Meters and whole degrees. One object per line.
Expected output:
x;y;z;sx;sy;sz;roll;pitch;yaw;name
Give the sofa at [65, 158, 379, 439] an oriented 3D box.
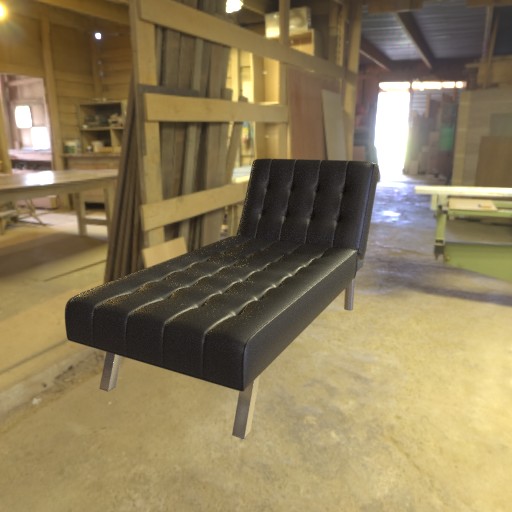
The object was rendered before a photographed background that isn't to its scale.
0.000;0.000;2.060;0.760;0.820;1.560;8;17;27;sofa
